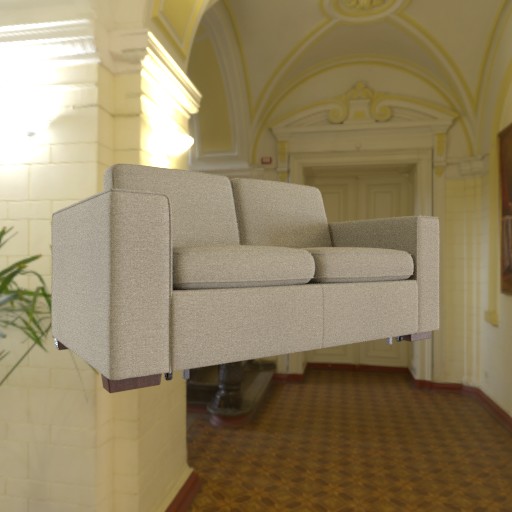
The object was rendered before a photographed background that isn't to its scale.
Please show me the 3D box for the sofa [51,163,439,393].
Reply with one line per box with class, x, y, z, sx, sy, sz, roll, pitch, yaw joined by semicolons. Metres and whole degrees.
sofa;0.000;0.000;2.334;1.812;0.924;1.007;0;0;-35
